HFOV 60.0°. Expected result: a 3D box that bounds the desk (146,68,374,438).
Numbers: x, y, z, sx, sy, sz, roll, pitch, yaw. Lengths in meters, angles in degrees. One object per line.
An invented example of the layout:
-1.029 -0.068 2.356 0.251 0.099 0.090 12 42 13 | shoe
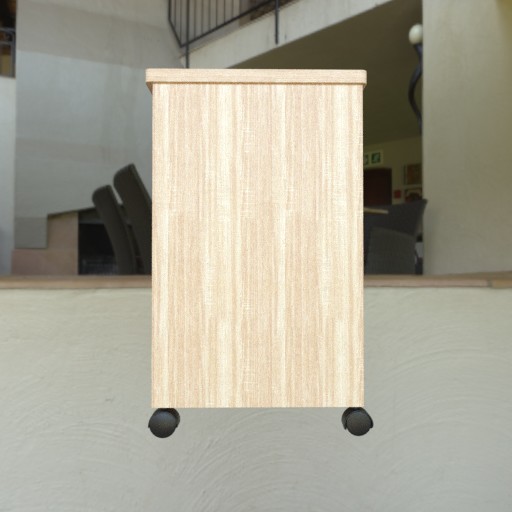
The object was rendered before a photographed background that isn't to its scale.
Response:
0.000 0.000 1.365 0.480 0.770 0.884 0 -1 -1 | desk
